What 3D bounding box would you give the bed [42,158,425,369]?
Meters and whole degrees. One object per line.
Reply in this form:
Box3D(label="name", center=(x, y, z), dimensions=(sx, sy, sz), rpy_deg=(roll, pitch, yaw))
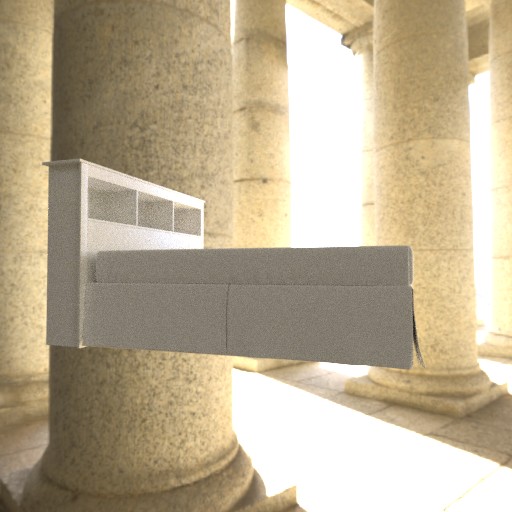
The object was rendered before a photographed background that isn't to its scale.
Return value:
Box3D(label="bed", center=(0.000, 0.000, 3.075), dimensions=(2.133, 1.092, 1.671), rpy_deg=(-1, -2, 19))
